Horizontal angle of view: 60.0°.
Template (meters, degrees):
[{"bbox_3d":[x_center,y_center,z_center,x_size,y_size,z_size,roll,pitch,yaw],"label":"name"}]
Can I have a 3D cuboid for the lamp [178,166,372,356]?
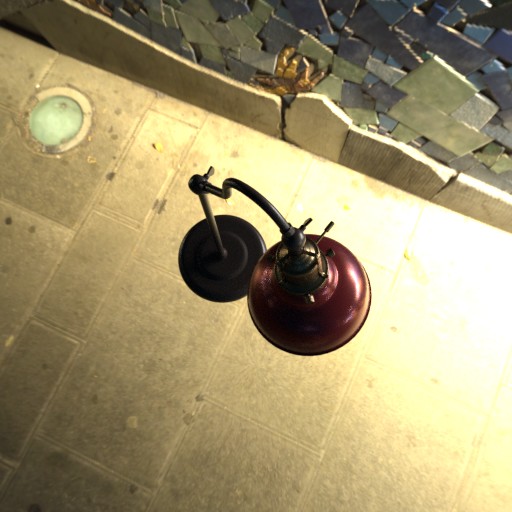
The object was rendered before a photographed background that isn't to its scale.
[{"bbox_3d":[0.000,0.000,0.688,0.374,0.508,0.192,39,79,9],"label":"lamp"}]
